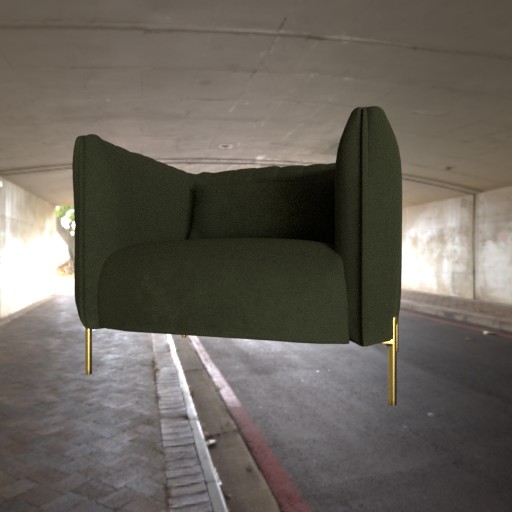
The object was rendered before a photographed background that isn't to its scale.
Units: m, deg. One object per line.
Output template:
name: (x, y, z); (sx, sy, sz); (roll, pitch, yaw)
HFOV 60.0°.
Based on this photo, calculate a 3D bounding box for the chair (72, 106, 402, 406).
chair: (0.000, 0.000, 1.648); (1.032, 0.794, 0.877); (0, 0, 18)
